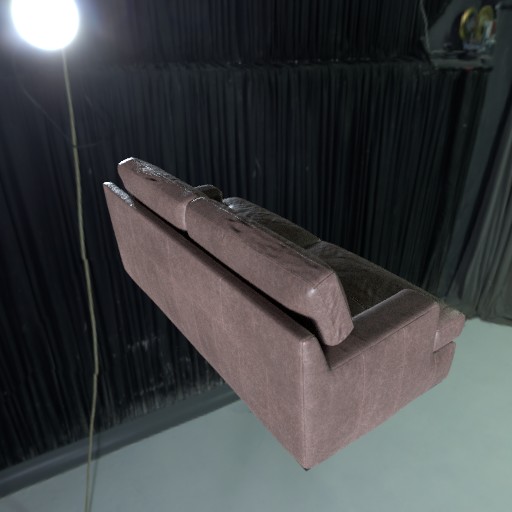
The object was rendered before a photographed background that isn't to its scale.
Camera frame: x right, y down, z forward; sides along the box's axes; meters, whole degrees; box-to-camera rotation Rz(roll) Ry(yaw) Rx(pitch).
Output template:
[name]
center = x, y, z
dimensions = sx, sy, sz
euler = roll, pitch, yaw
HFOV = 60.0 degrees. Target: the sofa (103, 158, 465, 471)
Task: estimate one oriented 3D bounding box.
[sofa]
center = 0.000, 0.000, 2.743
dimensions = 1.143, 0.941, 2.261
euler = -18, 32, -31
